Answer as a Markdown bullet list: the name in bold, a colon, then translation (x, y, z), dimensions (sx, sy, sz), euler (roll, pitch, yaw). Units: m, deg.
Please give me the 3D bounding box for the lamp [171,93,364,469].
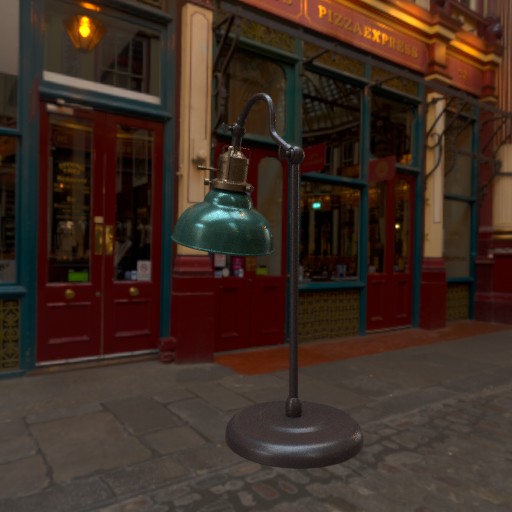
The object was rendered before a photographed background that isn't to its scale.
- **lamp**: translation (0.000, 0.000, 0.698), dimensions (0.192, 0.508, 0.374), euler (0, 0, -35)
